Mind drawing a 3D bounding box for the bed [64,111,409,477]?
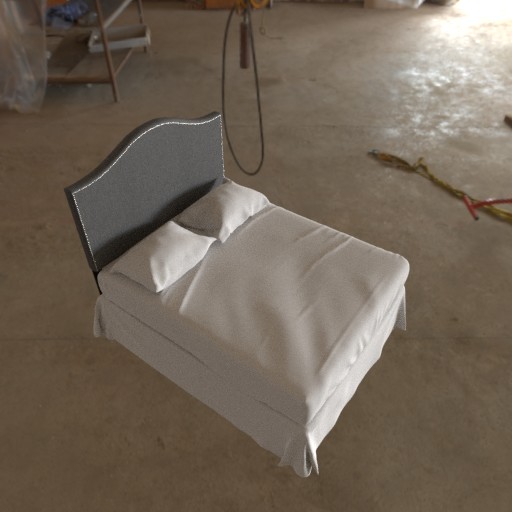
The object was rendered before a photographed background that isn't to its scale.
[{"bbox_3d":[0.000,0.000,3.432,2.221,1.645,1.876,26,47,26],"label":"bed"}]
